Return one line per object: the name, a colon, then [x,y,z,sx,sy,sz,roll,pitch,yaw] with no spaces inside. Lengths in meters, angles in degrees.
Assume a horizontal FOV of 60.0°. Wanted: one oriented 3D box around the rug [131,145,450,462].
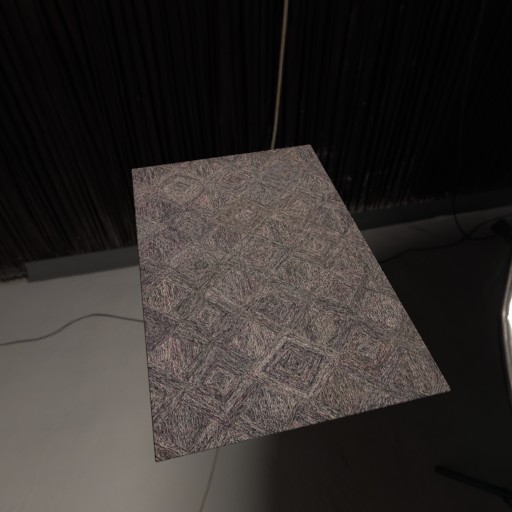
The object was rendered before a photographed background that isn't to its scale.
rug: [0.000,0.000,2.912,1.501,0.017,2.298,-10,48,-9]
